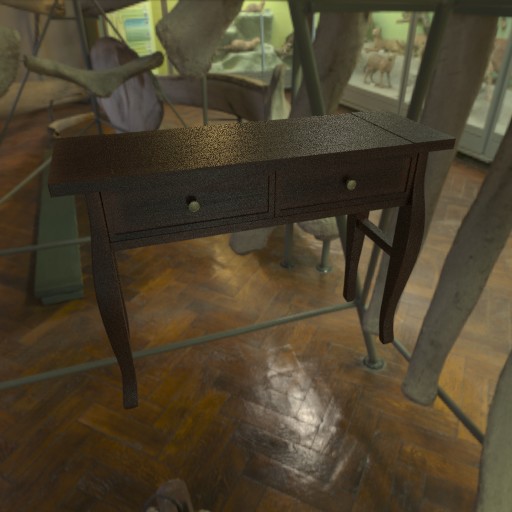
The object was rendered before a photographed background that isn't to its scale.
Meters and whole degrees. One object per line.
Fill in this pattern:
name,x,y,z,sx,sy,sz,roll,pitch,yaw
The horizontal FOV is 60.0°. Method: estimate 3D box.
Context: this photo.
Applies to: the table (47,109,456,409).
table,0.000,0.000,1.436,1.062,0.768,0.373,-10,33,-16
